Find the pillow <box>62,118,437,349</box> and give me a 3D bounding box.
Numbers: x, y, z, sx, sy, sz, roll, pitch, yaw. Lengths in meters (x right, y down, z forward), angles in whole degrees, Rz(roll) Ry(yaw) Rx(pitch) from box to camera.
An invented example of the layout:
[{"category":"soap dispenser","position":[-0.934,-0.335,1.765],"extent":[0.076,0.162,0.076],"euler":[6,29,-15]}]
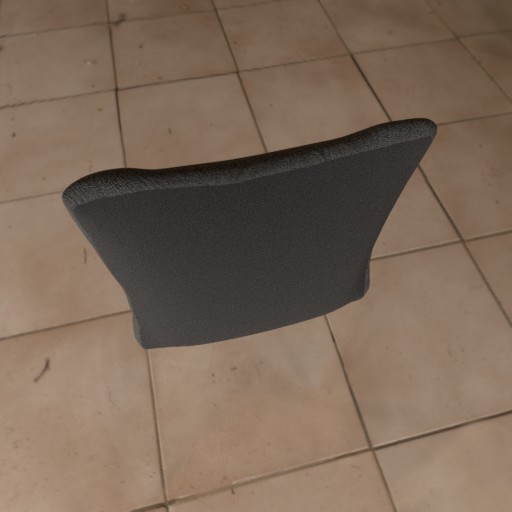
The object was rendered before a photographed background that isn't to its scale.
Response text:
[{"category":"pillow","position":[0.000,0.000,0.801],"extent":[0.533,0.523,0.210],"euler":[-13,58,-8]}]
